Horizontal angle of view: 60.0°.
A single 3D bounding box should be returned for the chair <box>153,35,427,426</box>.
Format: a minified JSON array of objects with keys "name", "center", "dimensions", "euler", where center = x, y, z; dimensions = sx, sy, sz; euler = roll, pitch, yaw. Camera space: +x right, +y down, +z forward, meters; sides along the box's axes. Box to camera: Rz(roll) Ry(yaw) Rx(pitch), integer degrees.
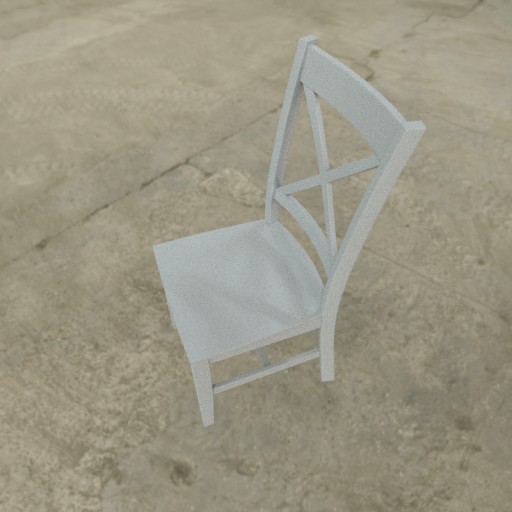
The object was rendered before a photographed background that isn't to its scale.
[{"name":"chair","center":[0.000,0.000,1.276],"dimensions":[0.542,0.983,0.485],"euler":[-16,49,-14]}]
